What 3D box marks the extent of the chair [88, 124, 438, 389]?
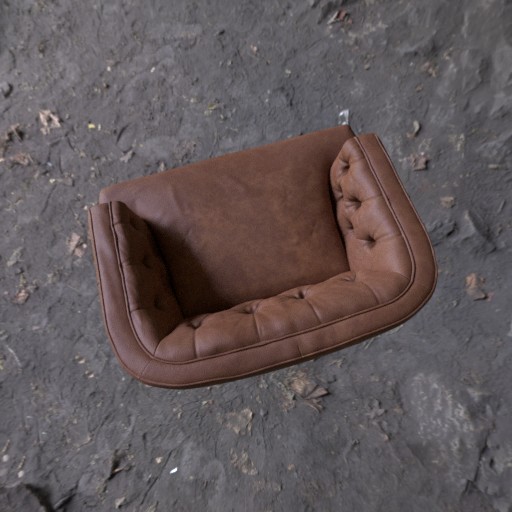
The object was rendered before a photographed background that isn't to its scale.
[{"bbox_3d":[0.000,0.000,1.791,1.119,0.836,0.911,-16,75,-4],"label":"chair"}]
